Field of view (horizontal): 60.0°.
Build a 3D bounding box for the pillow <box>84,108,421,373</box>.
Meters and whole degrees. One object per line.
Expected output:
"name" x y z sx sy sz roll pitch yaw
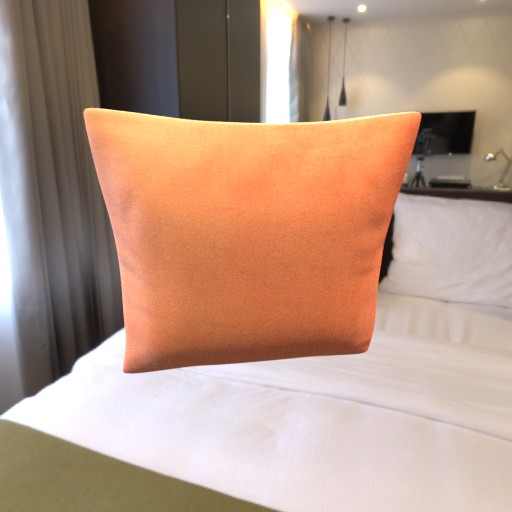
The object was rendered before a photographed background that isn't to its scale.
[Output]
"pillow" 0.000 0.000 0.651 0.424 0.401 0.177 -3 15 -10
